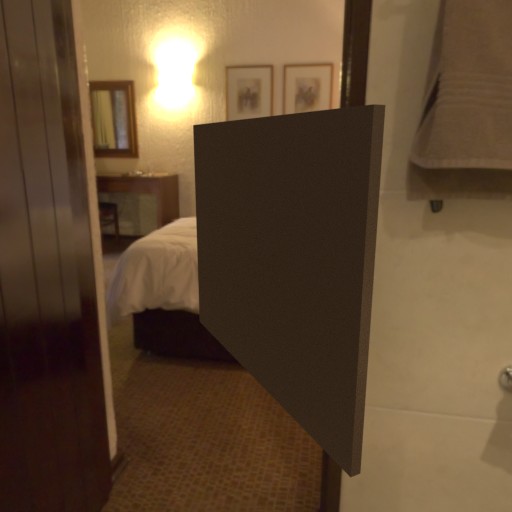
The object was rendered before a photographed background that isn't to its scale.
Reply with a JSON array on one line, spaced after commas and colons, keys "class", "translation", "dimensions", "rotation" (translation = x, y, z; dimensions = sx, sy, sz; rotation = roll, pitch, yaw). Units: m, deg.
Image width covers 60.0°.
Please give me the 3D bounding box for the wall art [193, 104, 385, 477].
[{"class": "wall art", "translation": [0.000, 0.000, 1.605], "dimensions": [0.034, 0.952, 1.207], "rotation": [-7, 16, -26]}]
